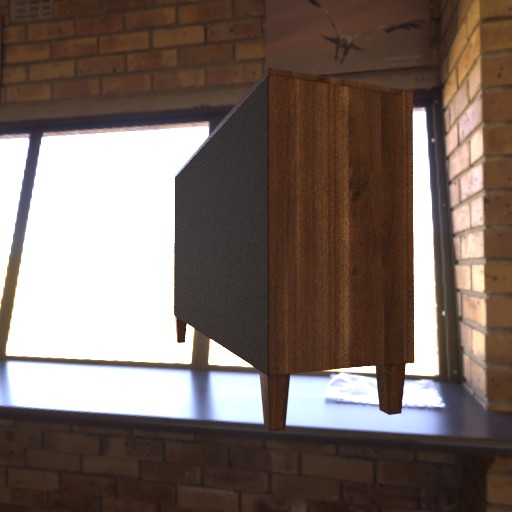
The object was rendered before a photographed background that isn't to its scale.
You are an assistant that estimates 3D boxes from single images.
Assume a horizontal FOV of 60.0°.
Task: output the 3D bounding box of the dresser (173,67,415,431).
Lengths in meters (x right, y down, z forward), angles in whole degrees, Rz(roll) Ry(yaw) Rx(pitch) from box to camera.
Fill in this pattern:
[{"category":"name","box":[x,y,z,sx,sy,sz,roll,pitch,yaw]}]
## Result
[{"category":"dresser","box":[0.000,0.000,1.799,0.438,0.892,1.387,0,-1,-20]}]
